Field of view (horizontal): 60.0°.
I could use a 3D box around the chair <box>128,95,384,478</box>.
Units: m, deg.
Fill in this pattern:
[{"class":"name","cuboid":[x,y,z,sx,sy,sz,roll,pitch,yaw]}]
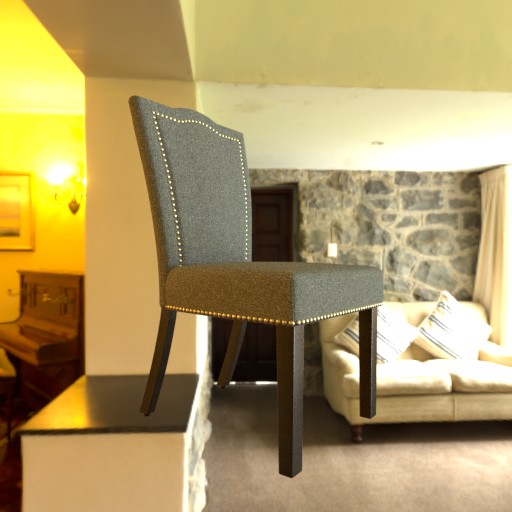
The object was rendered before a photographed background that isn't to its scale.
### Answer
[{"class":"chair","cuboid":[0.000,0.000,1.290,0.589,0.946,0.518,0,0,37]}]
